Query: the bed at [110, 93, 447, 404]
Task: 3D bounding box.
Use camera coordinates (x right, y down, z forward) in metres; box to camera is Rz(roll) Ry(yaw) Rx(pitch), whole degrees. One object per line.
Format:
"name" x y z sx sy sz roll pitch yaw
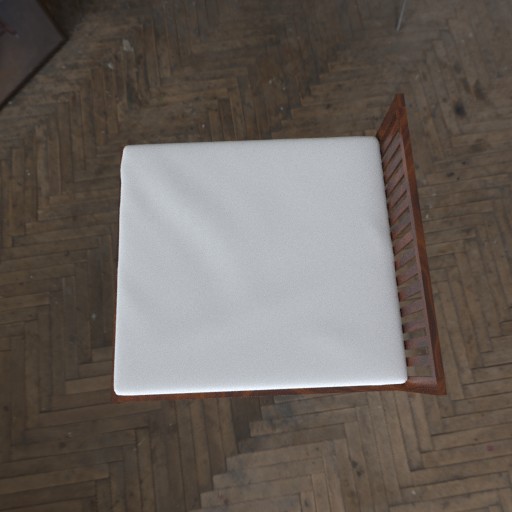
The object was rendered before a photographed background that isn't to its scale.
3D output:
"bed" 0.000 0.000 3.103 2.030 0.890 1.905 -2 75 -1
